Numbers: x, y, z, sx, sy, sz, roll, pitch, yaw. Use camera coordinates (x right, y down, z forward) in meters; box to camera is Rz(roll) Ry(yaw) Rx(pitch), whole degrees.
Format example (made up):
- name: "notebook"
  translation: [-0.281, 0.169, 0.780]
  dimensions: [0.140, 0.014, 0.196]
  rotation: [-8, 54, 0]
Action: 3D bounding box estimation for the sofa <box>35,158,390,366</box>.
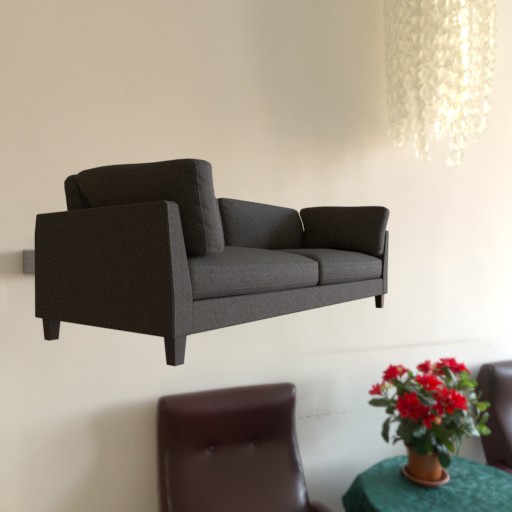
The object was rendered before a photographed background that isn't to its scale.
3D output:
- name: "sofa"
  translation: [0.000, 0.000, 2.728]
  dimensions: [0.969, 0.792, 2.312]
  rotation: [0, 0, 35]
